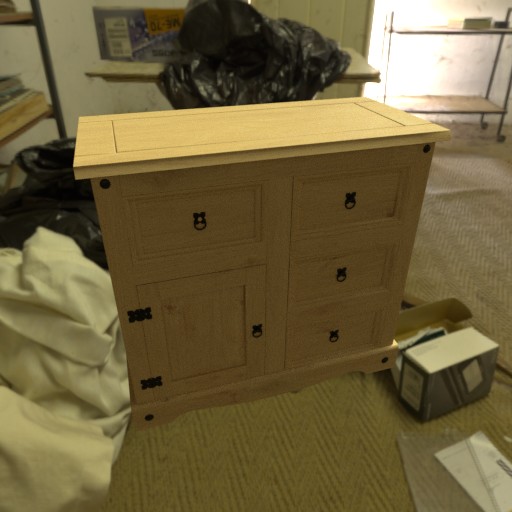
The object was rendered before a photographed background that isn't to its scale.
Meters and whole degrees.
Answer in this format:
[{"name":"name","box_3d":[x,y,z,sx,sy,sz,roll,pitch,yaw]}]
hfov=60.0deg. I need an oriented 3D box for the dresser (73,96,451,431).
[{"name":"dresser","box_3d":[0.000,0.000,1.410,0.915,0.835,0.440,-9,32,-15]}]
